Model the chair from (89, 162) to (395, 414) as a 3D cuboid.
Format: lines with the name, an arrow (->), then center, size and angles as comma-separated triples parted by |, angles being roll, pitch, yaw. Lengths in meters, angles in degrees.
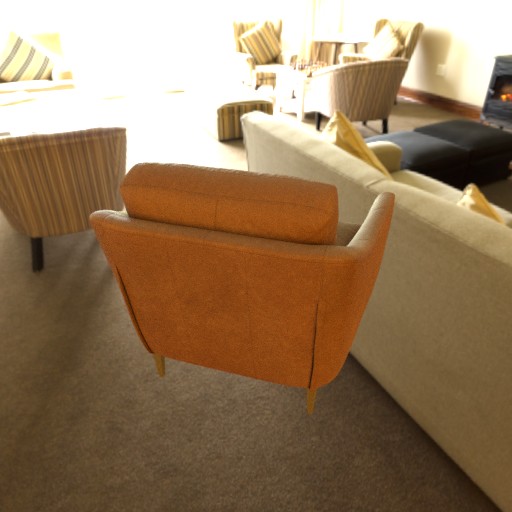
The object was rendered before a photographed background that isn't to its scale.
chair -> 0.000, 0.000, 1.747 | 0.988, 0.895, 0.963 | 9, 33, 14
